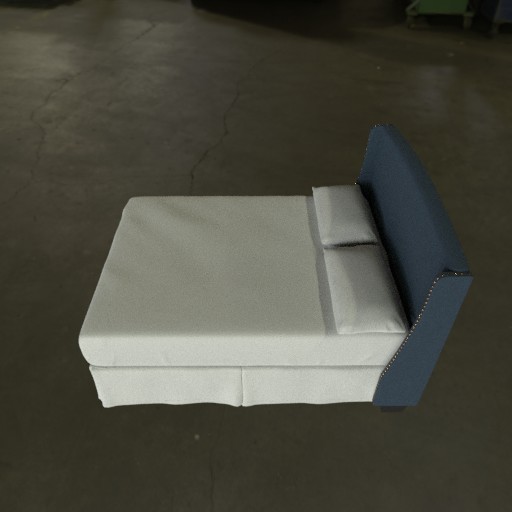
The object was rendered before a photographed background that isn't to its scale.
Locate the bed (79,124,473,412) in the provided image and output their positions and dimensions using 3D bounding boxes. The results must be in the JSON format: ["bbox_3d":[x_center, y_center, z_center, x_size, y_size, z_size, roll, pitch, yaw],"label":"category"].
[{"bbox_3d":[0.000,0.000,3.248,2.237,1.407,1.710,0,42,0],"label":"bed"}]
